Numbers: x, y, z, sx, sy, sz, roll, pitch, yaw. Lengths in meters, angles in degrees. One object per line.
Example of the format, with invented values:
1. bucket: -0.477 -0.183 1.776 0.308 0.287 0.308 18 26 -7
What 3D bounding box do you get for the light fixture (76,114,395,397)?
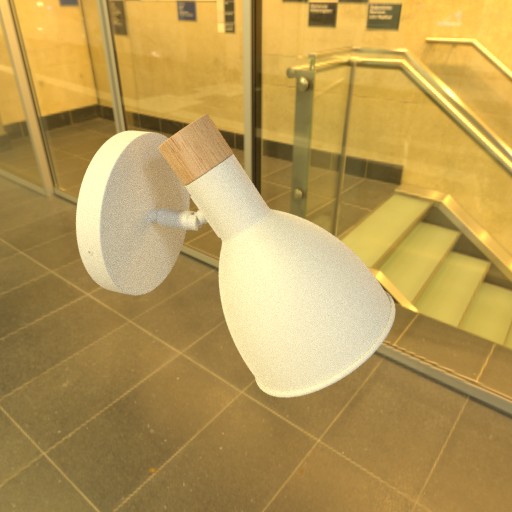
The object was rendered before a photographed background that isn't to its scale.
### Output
1. light fixture: 0.000 0.000 0.330 0.209 0.199 0.127 10 32 16
